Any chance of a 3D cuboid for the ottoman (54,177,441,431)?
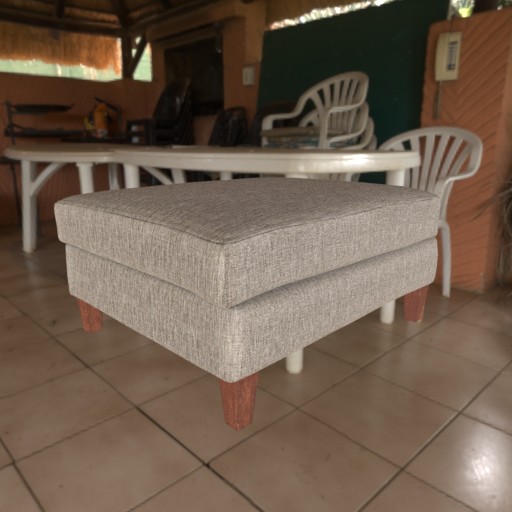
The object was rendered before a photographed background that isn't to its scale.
[{"bbox_3d":[0.000,0.000,1.477,0.839,0.492,0.994,14,21,43],"label":"ottoman"}]
